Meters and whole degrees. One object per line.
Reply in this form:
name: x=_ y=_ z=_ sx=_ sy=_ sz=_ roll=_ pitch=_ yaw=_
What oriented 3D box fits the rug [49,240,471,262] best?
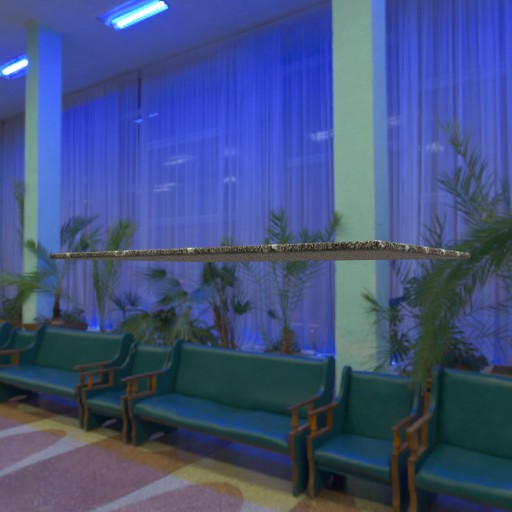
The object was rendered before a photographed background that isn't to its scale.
rug: x=0.000 y=0.000 z=2.255 sx=1.778 sy=0.030 sz=1.219 roll=-1 pitch=-2 yaw=36
